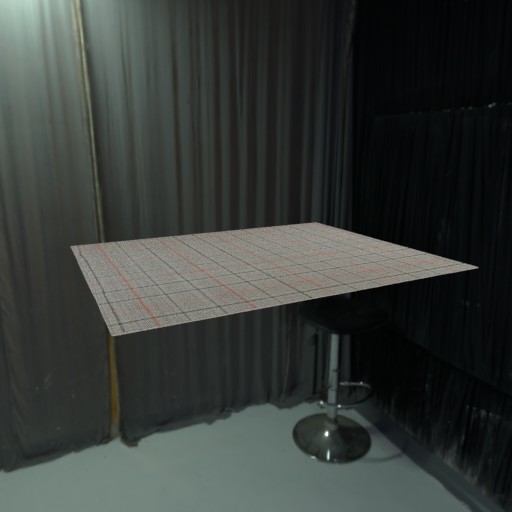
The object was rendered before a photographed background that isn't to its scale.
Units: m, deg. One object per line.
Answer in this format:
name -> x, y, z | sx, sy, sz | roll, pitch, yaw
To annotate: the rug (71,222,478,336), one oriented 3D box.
rug -> 0.000, 0.000, 4.190 | 3.048, 0.012, 2.444 | -7, 16, -26
